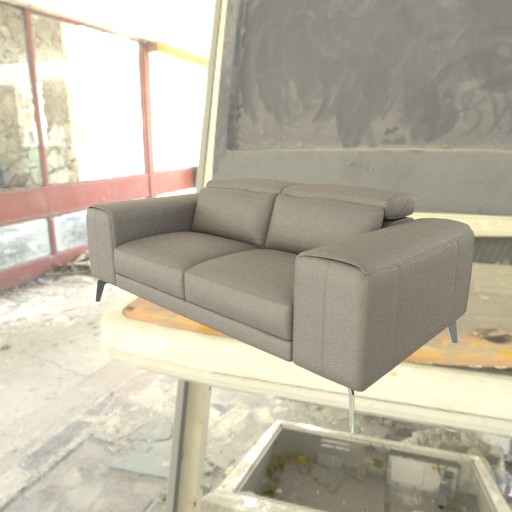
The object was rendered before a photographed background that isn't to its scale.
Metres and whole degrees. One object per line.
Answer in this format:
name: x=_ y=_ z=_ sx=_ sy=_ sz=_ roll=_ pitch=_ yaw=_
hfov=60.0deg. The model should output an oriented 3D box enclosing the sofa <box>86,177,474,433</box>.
sofa: x=0.000 y=0.000 z=2.425 sx=1.930 sy=0.753 sz=1.024 roll=14 pitch=20 yaw=42
